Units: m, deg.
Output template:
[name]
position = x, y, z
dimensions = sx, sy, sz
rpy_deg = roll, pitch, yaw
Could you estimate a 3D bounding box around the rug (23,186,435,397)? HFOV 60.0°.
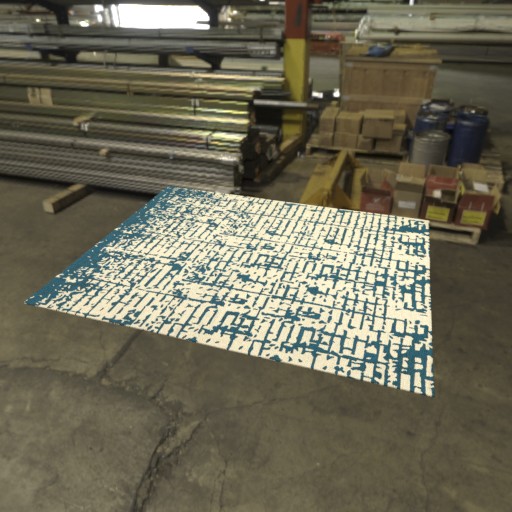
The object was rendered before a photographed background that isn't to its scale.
[rug]
position = 0.000, 0.000, 4.021
dimensions = 3.017, 0.014, 2.416
rpy_deg = 10, 33, 15
